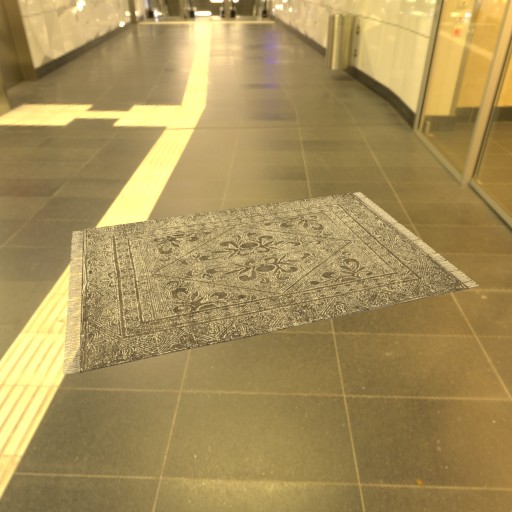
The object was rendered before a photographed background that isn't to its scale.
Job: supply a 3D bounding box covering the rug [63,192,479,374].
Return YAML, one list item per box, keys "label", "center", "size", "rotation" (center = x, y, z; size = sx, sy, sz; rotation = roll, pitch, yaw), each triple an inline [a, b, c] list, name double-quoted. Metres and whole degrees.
- label: "rug"
  center: [0.000, 0.000, 3.062]
  size: [2.440, 0.010, 1.529]
  rotation: [-10, 33, -15]
